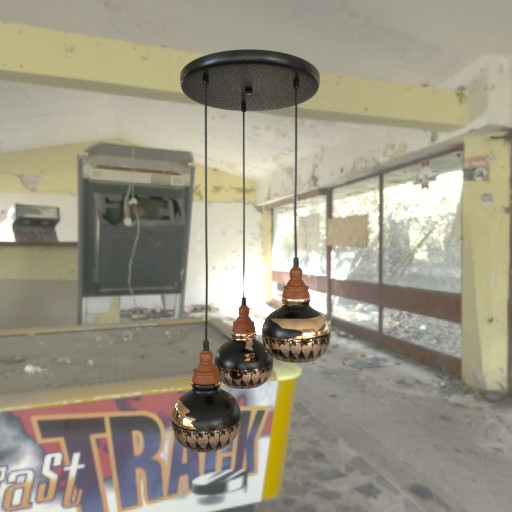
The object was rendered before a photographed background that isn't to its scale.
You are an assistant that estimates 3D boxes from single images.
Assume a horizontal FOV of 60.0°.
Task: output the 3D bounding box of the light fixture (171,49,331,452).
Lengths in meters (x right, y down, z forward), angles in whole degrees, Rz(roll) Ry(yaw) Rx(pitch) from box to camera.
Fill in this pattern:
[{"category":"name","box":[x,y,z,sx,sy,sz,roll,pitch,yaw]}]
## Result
[{"category":"light fixture","box":[0.000,0.000,1.786,0.605,1.410,0.608,0,1,19]}]
